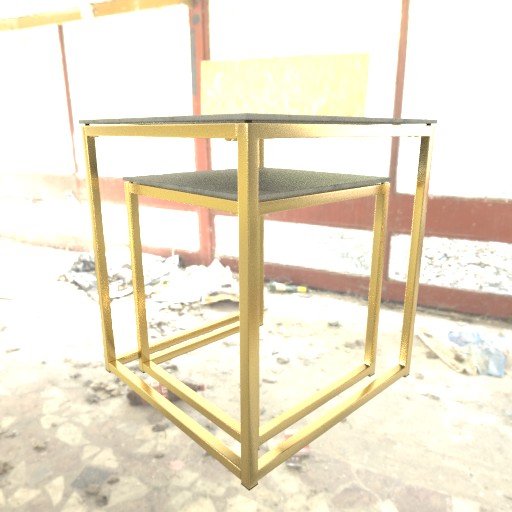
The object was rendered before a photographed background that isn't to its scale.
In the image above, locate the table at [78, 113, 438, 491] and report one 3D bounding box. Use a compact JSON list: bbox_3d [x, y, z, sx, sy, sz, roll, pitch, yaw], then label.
[{"bbox_3d":[0.000,0.000,0.850,0.450,0.500,0.450,-14,21,-41],"label":"table"}]
